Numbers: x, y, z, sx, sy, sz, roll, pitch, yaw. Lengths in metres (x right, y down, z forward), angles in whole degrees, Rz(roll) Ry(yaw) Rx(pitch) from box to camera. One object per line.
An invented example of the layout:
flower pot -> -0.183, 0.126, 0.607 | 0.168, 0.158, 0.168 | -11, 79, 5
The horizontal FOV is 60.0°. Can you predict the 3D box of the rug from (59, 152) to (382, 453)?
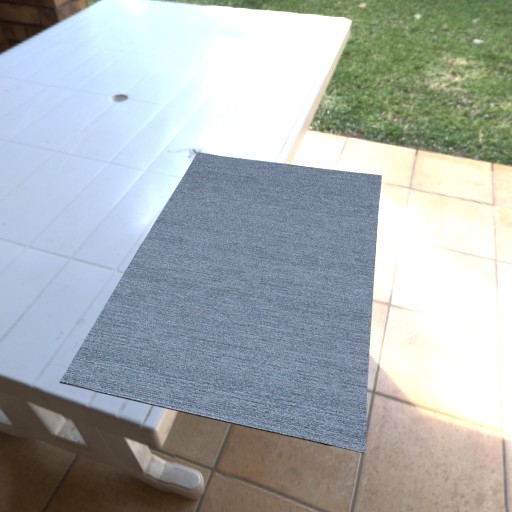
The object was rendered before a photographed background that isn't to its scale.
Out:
rug -> 0.000, 0.000, 3.028 | 1.616, 0.030, 2.338 | 10, 46, 9
